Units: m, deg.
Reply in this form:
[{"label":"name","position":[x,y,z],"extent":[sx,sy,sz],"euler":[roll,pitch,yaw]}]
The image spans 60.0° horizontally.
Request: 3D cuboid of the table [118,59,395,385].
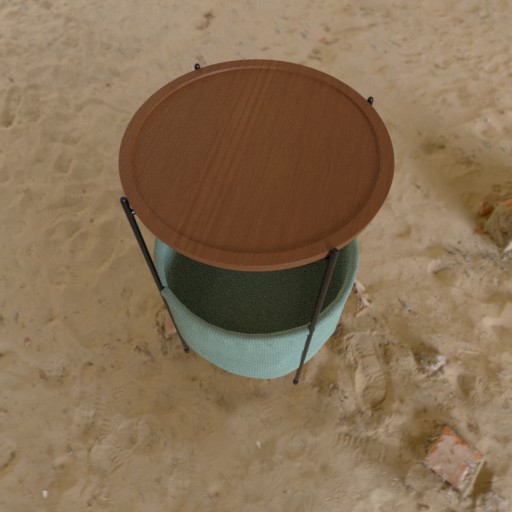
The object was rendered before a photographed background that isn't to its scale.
[{"label":"table","position":[0.000,0.000,0.892],"extent":[0.400,0.623,0.400],"euler":[14,61,8]}]
